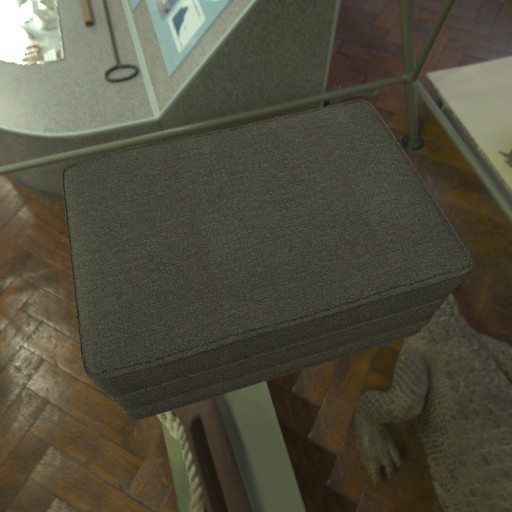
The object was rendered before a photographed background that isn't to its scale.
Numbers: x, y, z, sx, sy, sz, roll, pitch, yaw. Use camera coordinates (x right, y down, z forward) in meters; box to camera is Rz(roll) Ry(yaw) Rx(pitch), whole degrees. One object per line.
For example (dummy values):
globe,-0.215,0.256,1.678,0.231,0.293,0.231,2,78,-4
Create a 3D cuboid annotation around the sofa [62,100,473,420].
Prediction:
sofa,0.000,0.000,1.200,0.854,0.457,0.578,-15,60,-9
